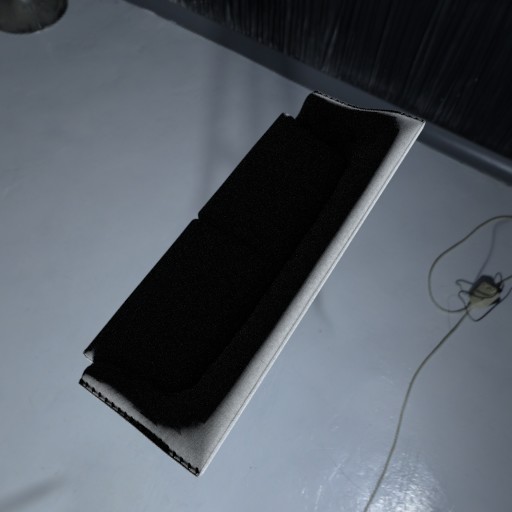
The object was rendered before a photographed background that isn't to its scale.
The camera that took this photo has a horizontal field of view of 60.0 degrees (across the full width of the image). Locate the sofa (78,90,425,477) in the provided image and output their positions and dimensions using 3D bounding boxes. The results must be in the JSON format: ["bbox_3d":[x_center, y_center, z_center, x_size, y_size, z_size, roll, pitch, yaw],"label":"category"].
[{"bbox_3d":[0.000,0.000,2.643,0.914,0.901,2.235,31,68,14],"label":"sofa"}]
